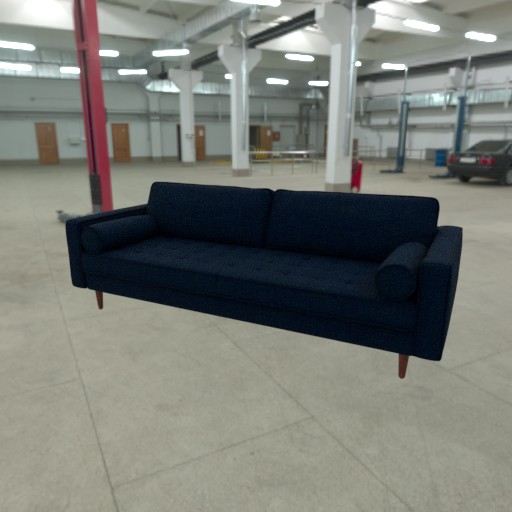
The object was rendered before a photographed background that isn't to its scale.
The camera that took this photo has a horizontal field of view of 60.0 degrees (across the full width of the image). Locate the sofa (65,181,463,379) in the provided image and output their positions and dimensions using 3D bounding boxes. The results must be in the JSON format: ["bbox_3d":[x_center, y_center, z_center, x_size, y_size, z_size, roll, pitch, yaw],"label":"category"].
[{"bbox_3d":[0.000,0.000,2.664,2.210,0.762,0.914,8,17,26],"label":"sofa"}]
